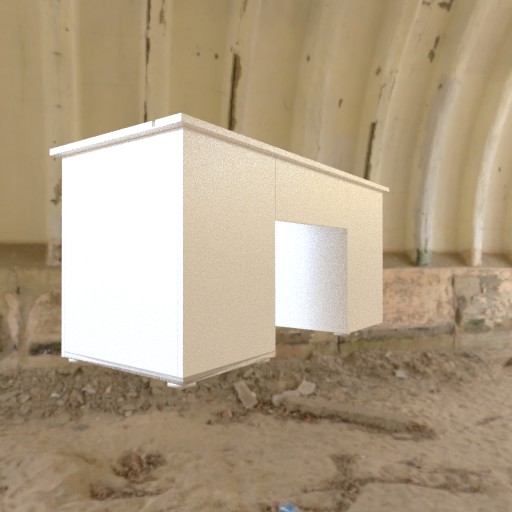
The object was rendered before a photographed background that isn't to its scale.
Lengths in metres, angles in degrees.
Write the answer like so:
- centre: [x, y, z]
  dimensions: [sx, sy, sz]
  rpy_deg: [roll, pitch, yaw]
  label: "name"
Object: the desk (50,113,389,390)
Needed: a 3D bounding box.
- centre: [0.000, 0.000, 2.021]
  dimensions: [0.670, 0.760, 1.580]
  rpy_deg: [0, 0, 36]
  label: "desk"
